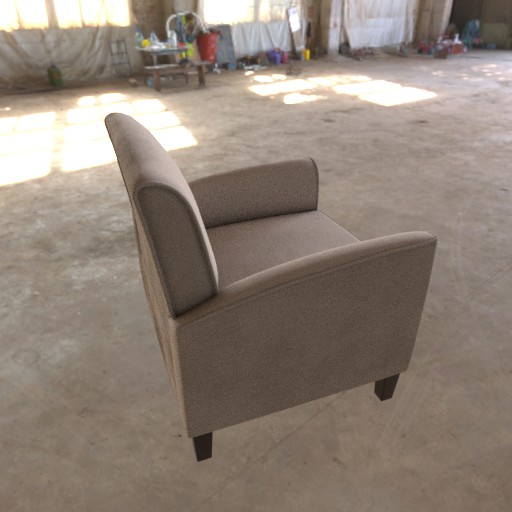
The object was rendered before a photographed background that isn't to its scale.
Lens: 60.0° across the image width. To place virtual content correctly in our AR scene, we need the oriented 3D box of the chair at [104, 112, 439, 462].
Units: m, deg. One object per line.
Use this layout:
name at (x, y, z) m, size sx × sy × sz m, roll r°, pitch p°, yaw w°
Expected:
chair at (0.000, 0.000, 1.533) m, size 0.821 × 0.915 × 0.820 m, roll -11°, pitch 31°, yaw -18°
